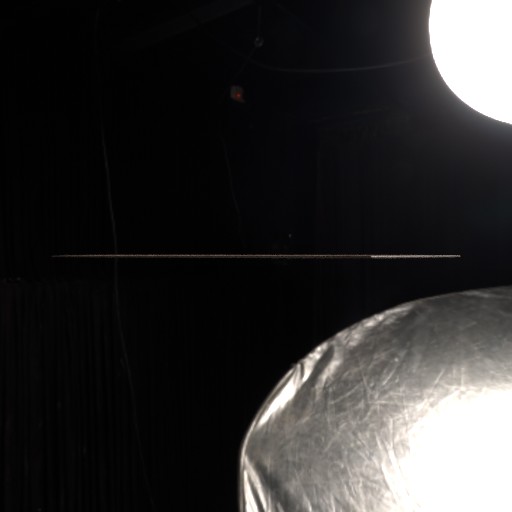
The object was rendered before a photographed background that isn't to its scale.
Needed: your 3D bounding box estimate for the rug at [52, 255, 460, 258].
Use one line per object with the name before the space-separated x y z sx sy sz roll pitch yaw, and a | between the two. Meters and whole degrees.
rug | 0.000 0.000 4.396 3.294 0.018 2.382 0 0 36
